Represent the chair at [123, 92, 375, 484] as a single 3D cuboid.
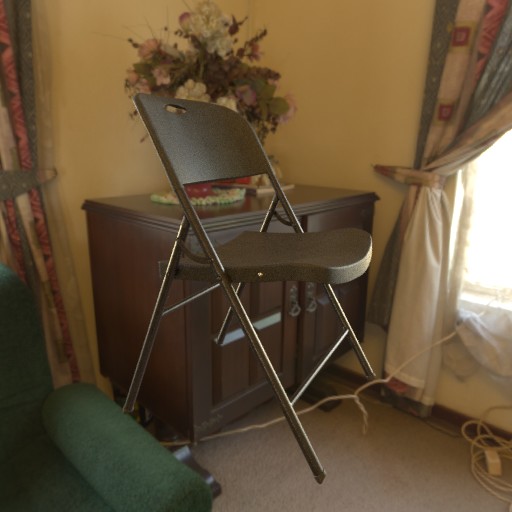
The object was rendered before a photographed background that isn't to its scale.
[{"bbox_3d":[0.000,0.000,1.158,0.566,0.810,0.494,7,16,26],"label":"chair"}]
